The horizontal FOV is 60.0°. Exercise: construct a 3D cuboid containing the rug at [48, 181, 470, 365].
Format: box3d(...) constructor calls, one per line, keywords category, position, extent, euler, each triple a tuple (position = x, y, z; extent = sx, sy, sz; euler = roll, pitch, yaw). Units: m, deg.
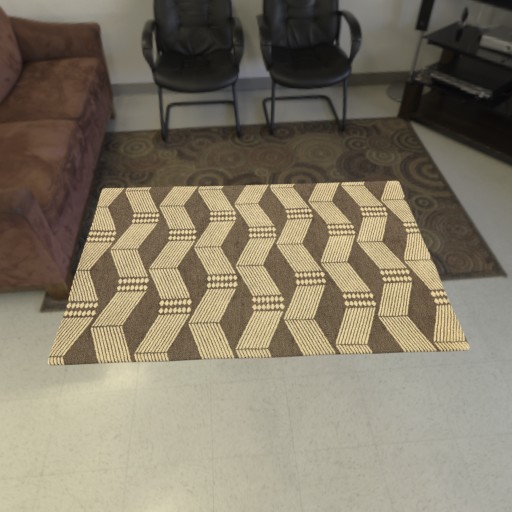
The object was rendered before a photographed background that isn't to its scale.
box3d(category="rug", position=(0.000, 0.000, 2.328), extent=(1.833, 0.016, 1.210), euler=(-2, 47, -2))
